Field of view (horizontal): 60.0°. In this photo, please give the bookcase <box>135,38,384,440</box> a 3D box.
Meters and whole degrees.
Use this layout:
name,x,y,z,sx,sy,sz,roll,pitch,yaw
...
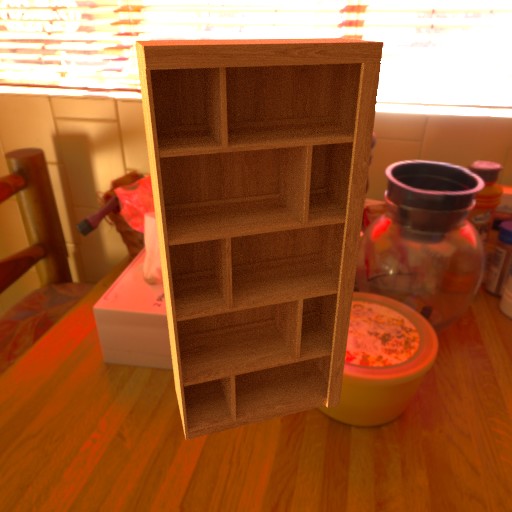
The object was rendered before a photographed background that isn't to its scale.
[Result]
name,x,y,z,sx,sy,sz,roll,pitch,yaw
bookcase,0.000,0.000,2.313,0.950,2.020,0.420,-8,29,-15
